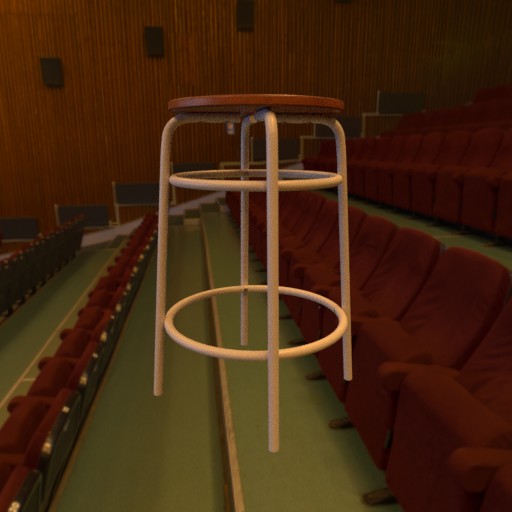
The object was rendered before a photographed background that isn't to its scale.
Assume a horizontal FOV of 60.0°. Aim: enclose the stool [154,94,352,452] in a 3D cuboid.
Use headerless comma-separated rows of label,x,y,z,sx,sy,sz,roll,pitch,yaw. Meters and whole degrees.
stool,0.000,0.000,0.933,0.455,0.610,0.455,-2,14,-8
